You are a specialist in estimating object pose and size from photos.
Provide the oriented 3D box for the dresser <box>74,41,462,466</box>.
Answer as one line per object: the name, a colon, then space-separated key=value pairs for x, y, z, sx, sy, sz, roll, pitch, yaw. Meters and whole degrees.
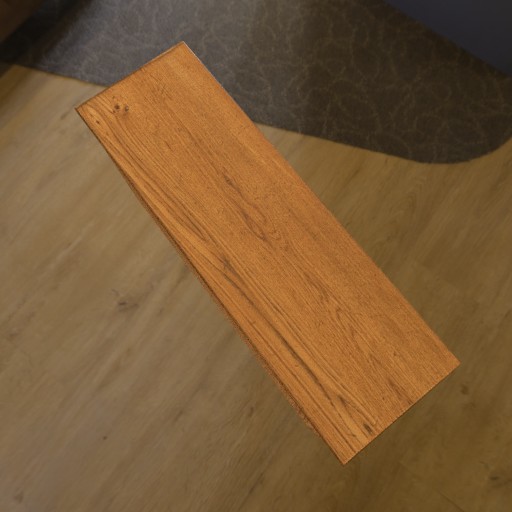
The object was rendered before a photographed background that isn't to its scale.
dresser: x=0.000 y=0.000 z=2.088 sx=0.563 sy=0.932 sz=1.657 roll=-36 pitch=78 yaw=-9
